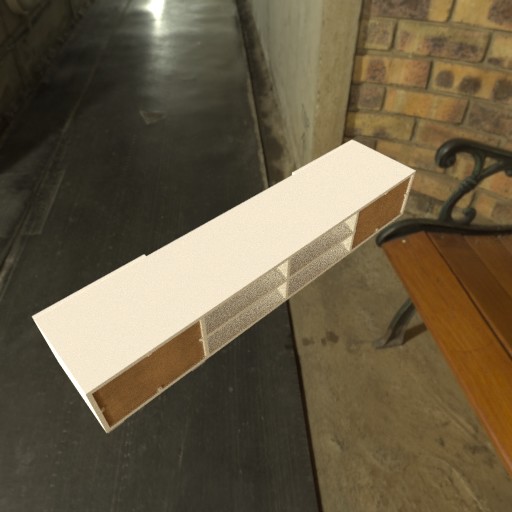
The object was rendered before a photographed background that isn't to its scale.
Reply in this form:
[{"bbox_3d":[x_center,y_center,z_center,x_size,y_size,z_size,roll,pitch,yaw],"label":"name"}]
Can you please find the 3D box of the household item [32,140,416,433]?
[{"bbox_3d":[0.000,0.000,2.069,1.850,0.310,0.420,-33,54,-28],"label":"household item"}]
